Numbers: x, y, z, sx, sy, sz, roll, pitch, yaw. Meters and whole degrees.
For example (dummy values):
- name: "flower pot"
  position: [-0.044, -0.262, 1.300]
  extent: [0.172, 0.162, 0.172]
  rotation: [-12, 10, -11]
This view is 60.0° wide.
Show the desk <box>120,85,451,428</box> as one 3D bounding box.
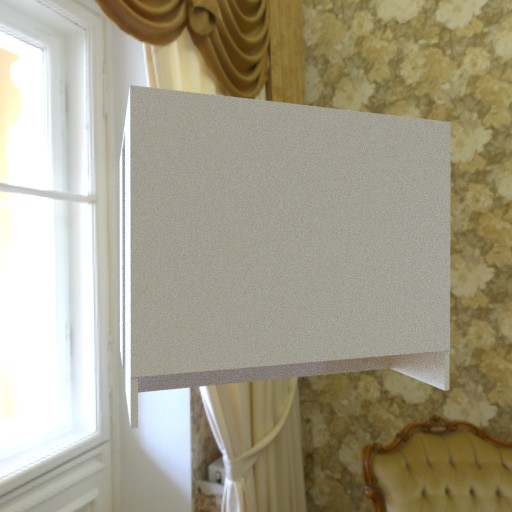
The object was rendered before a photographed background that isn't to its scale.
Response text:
- name: "desk"
  position: [0.000, 0.000, 1.642]
  extent: [0.940, 0.818, 0.926]
  rotation: [0, 0, -19]
